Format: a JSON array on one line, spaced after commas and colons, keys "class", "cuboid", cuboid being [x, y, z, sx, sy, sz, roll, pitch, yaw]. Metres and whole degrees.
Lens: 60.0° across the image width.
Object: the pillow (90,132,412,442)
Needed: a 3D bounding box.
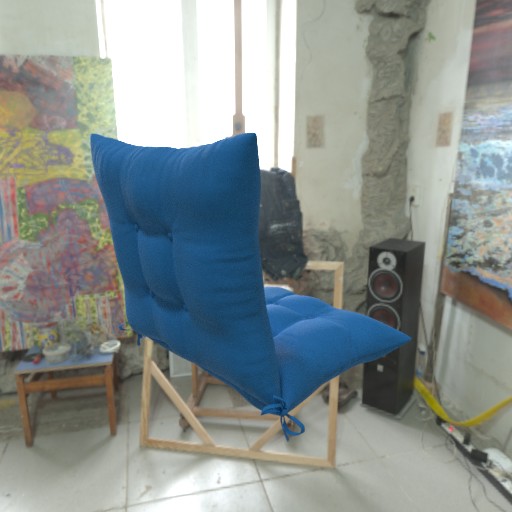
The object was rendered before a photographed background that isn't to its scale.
[{"class": "pillow", "cuboid": [0.000, 0.000, 1.005, 0.585, 0.536, 0.541, -14, 20, -42]}]
